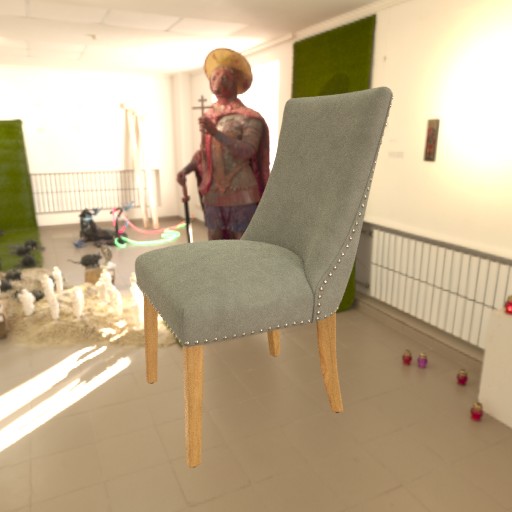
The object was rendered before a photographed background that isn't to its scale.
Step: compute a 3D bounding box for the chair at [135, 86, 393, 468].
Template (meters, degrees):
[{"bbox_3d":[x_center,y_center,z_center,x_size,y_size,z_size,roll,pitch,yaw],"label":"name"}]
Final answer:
[{"bbox_3d":[0.000,0.000,1.276,0.610,0.902,0.495,-8,17,-25],"label":"chair"}]
